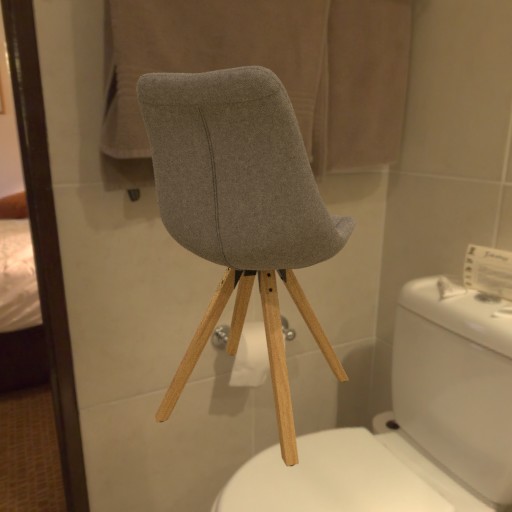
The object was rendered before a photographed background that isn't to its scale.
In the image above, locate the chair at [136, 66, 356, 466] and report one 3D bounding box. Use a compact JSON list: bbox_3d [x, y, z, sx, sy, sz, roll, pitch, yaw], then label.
[{"bbox_3d":[0.000,0.000,1.183,0.483,0.865,0.550,7,17,25],"label":"chair"}]
